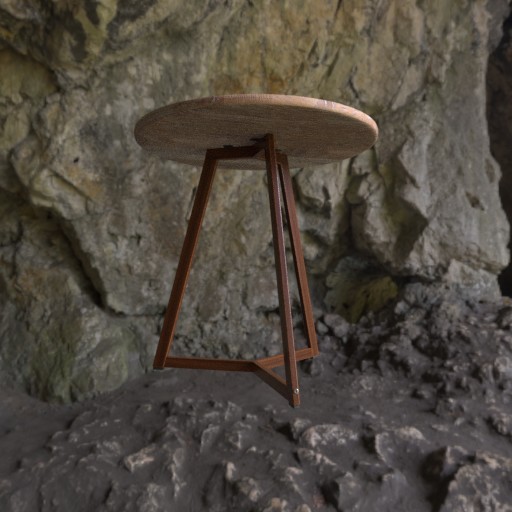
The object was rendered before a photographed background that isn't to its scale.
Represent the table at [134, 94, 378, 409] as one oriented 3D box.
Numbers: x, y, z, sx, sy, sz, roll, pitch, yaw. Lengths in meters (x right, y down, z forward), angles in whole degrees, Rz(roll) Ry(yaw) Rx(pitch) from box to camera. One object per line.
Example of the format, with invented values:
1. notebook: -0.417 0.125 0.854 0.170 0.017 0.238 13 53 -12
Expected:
1. table: 0.000 0.000 0.938 0.500 0.500 0.500 0 -1 0
